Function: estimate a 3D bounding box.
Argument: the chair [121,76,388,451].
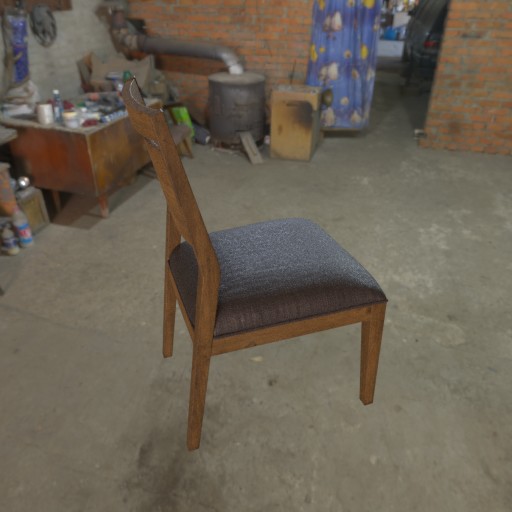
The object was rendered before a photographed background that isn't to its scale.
[{"bbox_3d":[0.000,0.000,1.276,0.610,0.939,0.501,-11,32,-17],"label":"chair"}]
